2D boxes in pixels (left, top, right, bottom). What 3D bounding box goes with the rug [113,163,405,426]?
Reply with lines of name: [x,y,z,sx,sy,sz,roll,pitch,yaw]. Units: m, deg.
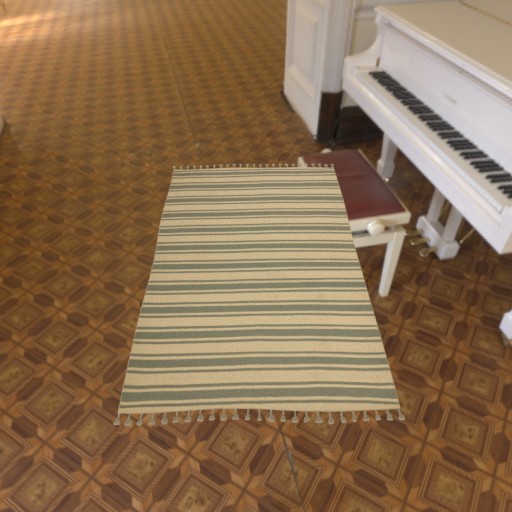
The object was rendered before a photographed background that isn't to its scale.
rug: [0.000,0.000,2.612,1.222,0.009,2.084,-1,42,-1]
